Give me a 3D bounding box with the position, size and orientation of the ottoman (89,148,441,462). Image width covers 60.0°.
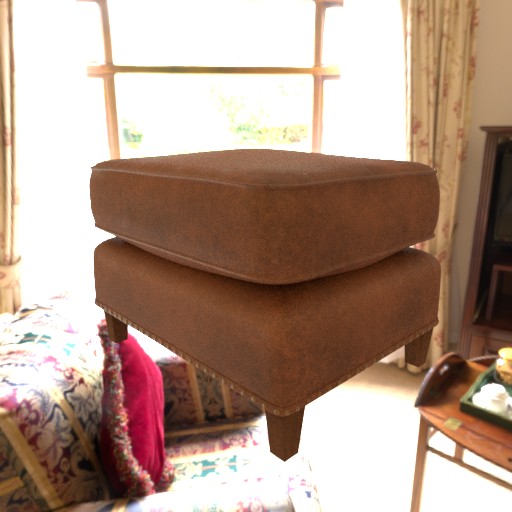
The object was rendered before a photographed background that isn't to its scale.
[{"bbox_3d":[0.000,0.000,1.133,0.589,0.537,0.738,-14,20,-42],"label":"ottoman"}]
